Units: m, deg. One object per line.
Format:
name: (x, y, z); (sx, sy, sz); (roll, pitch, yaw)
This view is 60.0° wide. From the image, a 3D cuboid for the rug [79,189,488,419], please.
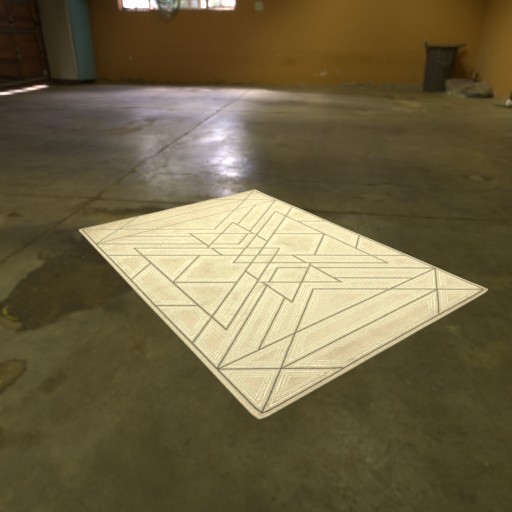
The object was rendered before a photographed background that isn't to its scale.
rug: (0.000, 0.000, 4.343); (2.436, 0.026, 3.381); (-18, 32, -32)
